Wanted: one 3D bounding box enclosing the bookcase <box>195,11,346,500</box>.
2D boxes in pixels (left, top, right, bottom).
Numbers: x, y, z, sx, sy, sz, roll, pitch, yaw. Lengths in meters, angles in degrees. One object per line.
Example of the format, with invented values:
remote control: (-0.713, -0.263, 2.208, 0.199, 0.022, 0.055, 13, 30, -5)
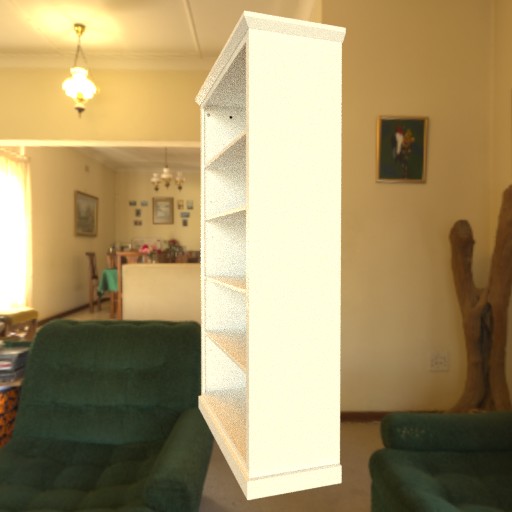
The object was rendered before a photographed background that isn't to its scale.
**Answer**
bookcase: (0.000, 0.000, 2.260, 0.432, 1.880, 1.050, 0, 1, -18)
